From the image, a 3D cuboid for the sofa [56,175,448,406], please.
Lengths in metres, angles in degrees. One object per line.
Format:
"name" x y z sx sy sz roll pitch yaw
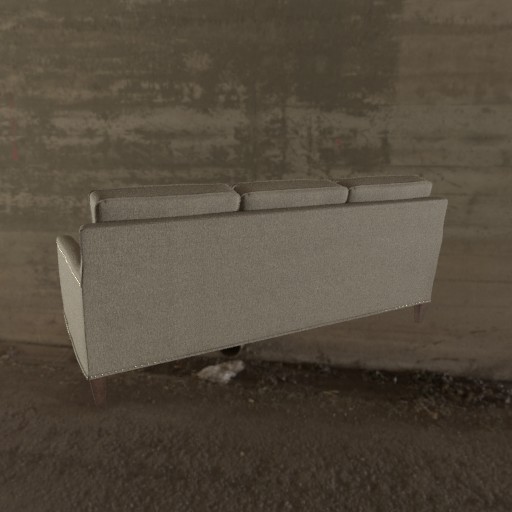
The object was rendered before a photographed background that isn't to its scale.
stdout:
"sofa" 0.000 0.000 2.804 2.246 1.003 1.084 -7 16 -27
